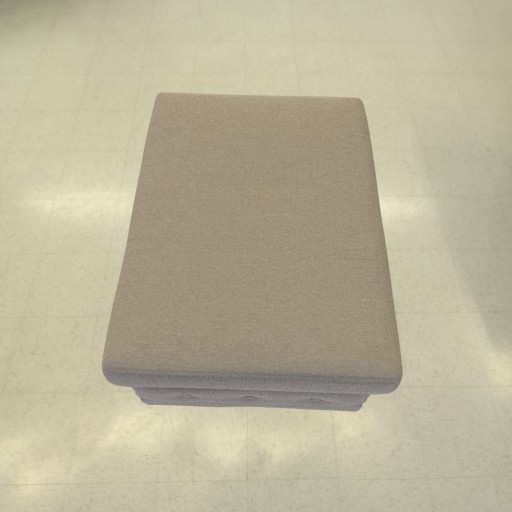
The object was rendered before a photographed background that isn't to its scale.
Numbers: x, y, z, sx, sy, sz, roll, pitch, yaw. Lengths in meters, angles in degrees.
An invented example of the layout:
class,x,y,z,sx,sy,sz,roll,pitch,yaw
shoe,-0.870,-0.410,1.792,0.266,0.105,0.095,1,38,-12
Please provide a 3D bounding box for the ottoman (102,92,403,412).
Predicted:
class,x,y,z,sx,sy,sz,roll,pitch,yaw
ottoman,0.000,0.000,1.164,0.569,0.500,0.771,1,59,1
